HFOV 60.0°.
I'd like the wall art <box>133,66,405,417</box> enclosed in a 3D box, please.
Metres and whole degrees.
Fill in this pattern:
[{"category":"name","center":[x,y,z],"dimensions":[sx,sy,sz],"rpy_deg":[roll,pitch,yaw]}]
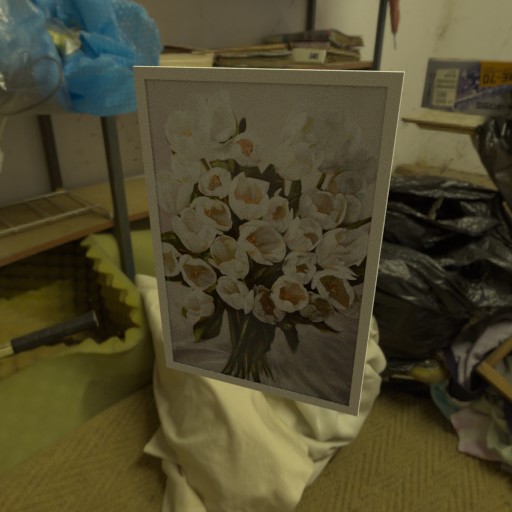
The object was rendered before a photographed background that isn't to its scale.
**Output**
[{"category":"wall art","center":[0.000,0.000,1.239],"dimensions":[0.660,0.965,0.015],"rpy_deg":[9,27,18]}]
